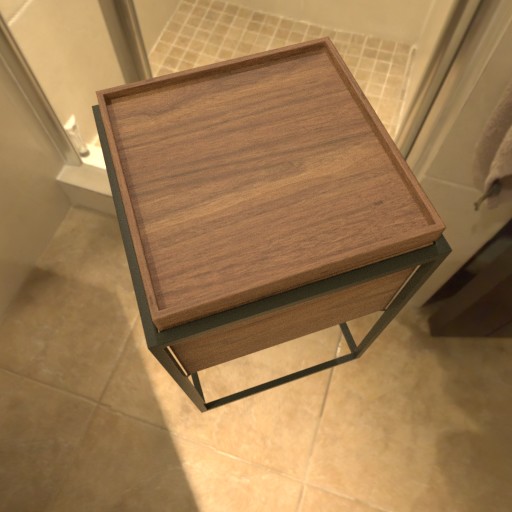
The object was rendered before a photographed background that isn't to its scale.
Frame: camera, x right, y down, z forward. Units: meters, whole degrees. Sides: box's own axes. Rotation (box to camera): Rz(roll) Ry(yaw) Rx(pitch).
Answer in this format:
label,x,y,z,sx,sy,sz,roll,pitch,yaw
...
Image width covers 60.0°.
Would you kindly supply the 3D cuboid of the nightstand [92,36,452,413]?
label,x,y,z,sx,sy,sz,roll,pitch,yaw
nightstand,0.000,0.000,0.858,0.397,0.607,0.397,-17,65,-8
